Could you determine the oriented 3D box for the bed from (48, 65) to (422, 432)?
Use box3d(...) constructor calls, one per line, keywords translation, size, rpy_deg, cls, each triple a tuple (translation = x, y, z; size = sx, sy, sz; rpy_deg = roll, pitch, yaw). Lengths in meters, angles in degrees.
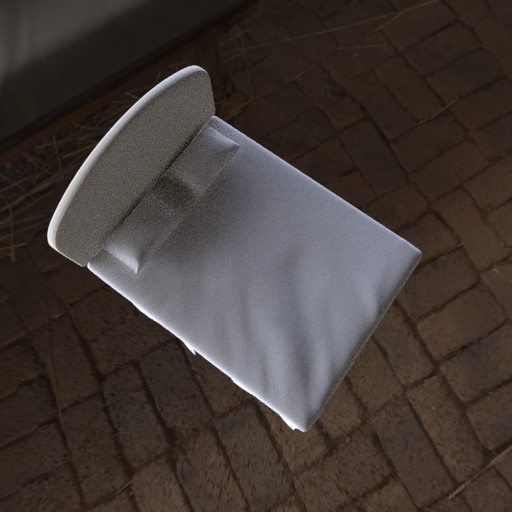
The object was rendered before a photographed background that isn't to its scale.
box3d(translation=(0.000, 0.000, 3.043), size=(2.005, 1.410, 1.607), rpy_deg=(35, 78, 9), cls="bed")
